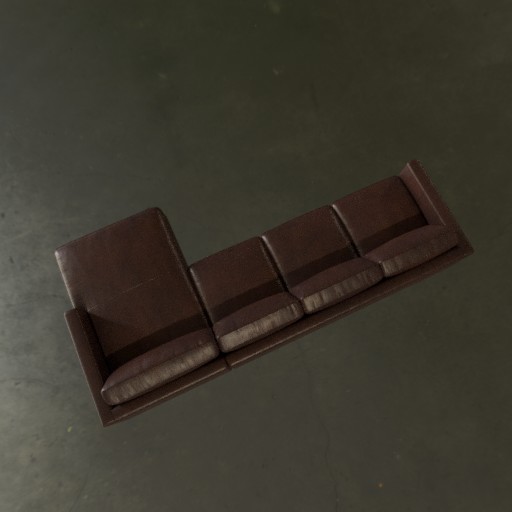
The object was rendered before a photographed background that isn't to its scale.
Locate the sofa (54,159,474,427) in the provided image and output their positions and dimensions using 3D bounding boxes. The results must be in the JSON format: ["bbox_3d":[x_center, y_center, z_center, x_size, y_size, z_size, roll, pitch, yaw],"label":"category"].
[{"bbox_3d":[0.000,0.000,3.892,3.203,0.883,1.581,-24,76,-6],"label":"sofa"}]
